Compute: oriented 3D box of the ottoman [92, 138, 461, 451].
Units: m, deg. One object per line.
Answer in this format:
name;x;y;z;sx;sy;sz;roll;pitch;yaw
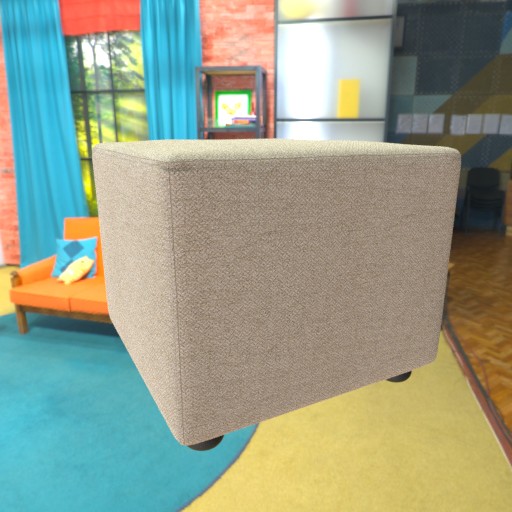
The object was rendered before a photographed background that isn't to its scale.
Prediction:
ottoman;0.000;0.000;0.852;0.508;0.432;0.508;-8;18;-27
